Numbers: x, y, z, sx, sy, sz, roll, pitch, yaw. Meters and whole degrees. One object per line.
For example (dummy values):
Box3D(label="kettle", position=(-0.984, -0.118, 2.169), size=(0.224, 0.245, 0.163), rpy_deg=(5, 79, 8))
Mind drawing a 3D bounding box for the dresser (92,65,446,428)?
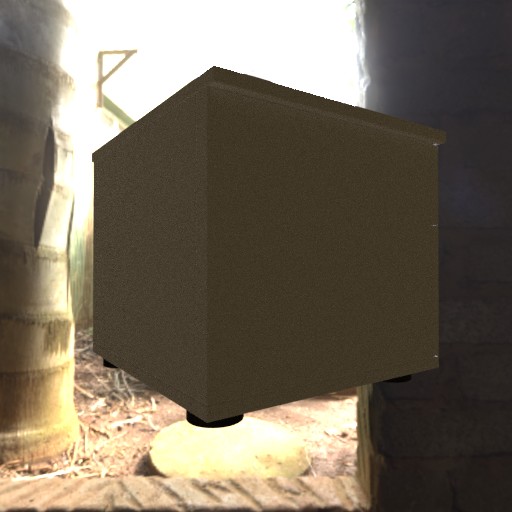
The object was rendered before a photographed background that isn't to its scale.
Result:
Box3D(label="dresser", position=(0.000, 0.000, 0.711), size=(0.400, 0.360, 0.430), rpy_deg=(0, -1, -35))
